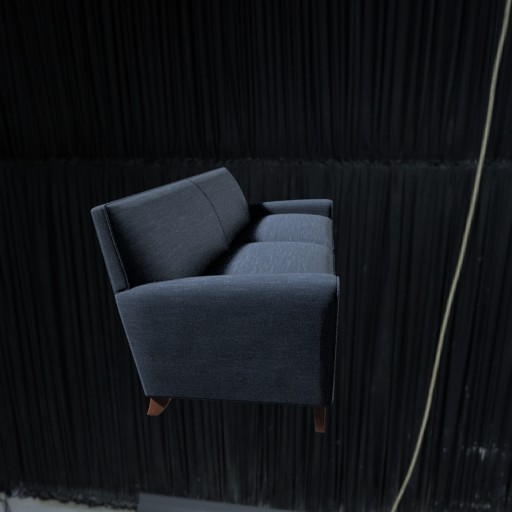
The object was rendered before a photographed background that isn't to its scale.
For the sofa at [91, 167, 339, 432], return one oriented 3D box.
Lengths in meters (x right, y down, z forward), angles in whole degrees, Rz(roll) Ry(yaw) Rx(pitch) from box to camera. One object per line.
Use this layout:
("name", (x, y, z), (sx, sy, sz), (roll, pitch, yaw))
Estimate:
("sofa", (0.000, 0.000, 2.490), (0.875, 0.846, 1.976), (2, 15, 8))
